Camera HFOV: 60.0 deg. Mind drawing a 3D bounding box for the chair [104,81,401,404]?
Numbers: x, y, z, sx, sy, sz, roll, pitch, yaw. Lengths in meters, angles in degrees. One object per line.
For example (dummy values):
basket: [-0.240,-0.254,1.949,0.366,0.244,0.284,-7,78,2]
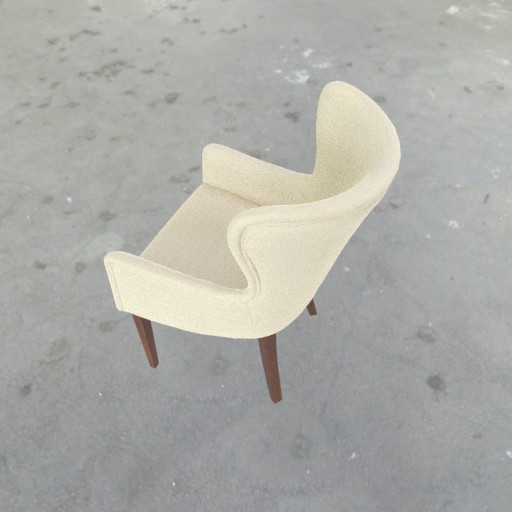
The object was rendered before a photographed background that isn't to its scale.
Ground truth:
chair: [0.000,0.000,1.499,0.744,0.990,0.696,17,49,16]
